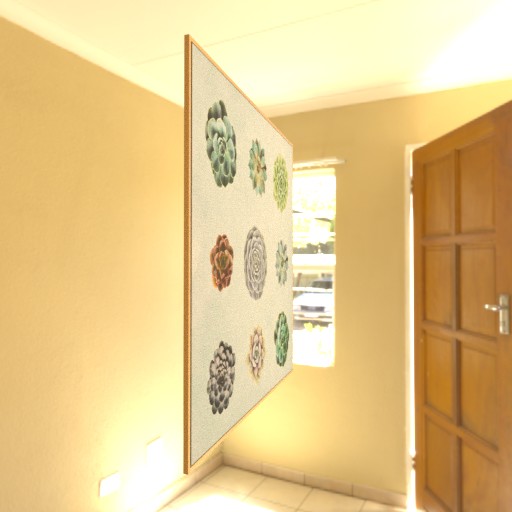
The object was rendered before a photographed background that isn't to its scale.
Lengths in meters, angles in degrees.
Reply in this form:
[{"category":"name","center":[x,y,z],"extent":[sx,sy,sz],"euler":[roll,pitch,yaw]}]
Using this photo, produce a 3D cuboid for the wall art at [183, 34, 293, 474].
[{"category":"wall art","center":[0.000,0.000,1.422],"extent":[0.013,0.959,0.962],"euler":[0,-1,18]}]
